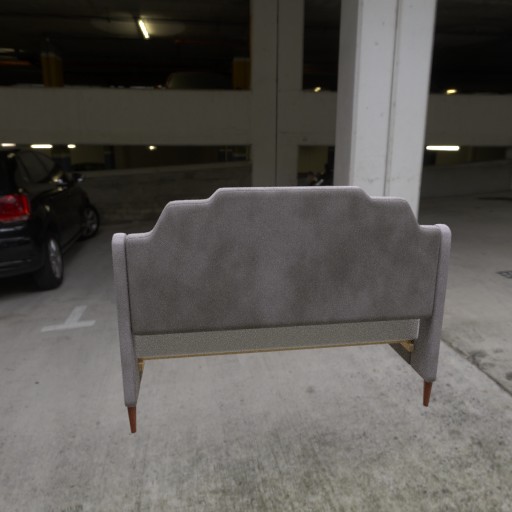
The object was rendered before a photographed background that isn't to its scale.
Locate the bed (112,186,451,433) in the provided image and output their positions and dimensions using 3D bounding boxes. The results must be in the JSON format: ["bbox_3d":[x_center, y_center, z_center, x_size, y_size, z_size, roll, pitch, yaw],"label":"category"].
[{"bbox_3d":[0.000,0.000,3.339,1.676,1.245,2.340,-2,15,-8],"label":"bed"}]
